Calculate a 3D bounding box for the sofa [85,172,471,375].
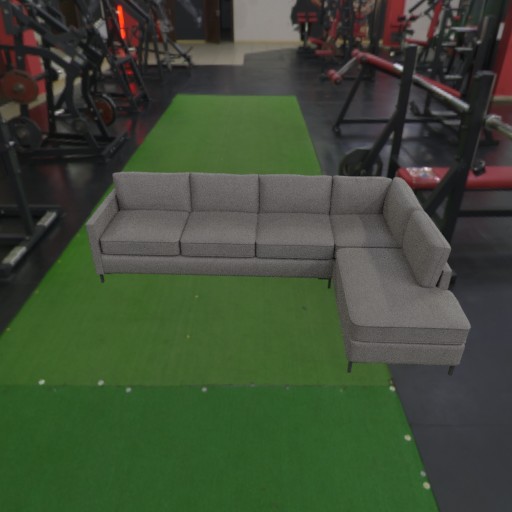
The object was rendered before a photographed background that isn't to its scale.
[{"bbox_3d":[0.000,0.000,4.255,3.331,0.964,2.077,1,32,2],"label":"sofa"}]
